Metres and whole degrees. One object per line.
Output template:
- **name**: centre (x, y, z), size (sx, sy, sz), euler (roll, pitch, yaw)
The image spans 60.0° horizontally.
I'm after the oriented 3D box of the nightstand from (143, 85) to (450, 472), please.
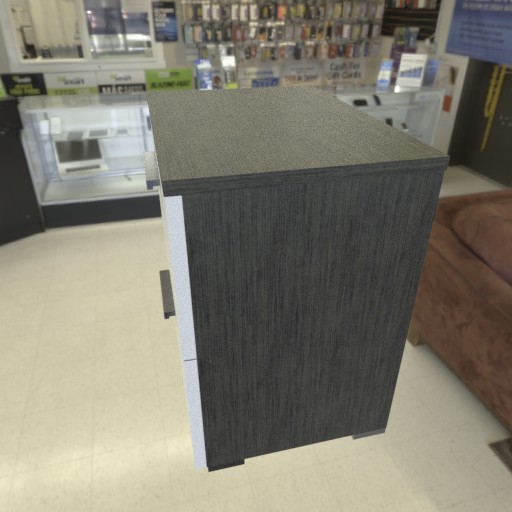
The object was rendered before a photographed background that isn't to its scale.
- **nightstand**: centre (0.000, 0.000, 0.749), size (0.325, 0.460, 0.441), euler (-7, 31, -12)
